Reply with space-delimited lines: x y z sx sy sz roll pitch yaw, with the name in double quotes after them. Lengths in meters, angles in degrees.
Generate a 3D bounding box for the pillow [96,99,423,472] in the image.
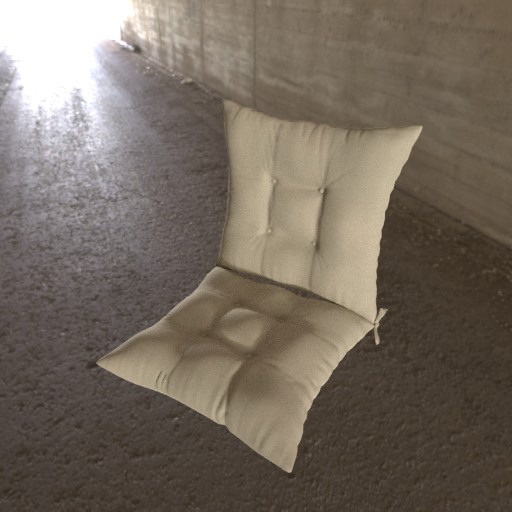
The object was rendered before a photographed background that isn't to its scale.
0.000 0.000 0.989 0.541 0.536 0.585 18 36 27 "pillow"
